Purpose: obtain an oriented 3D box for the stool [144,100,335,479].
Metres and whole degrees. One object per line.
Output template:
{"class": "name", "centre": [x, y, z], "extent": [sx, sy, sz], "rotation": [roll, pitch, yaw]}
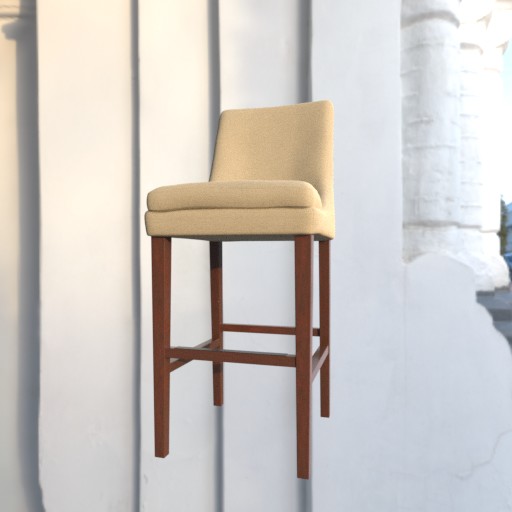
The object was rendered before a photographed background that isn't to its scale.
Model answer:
{"class": "stool", "centre": [0.000, 0.000, 1.372], "extent": [0.470, 1.078, 0.577], "rotation": [0, 1, 17]}
